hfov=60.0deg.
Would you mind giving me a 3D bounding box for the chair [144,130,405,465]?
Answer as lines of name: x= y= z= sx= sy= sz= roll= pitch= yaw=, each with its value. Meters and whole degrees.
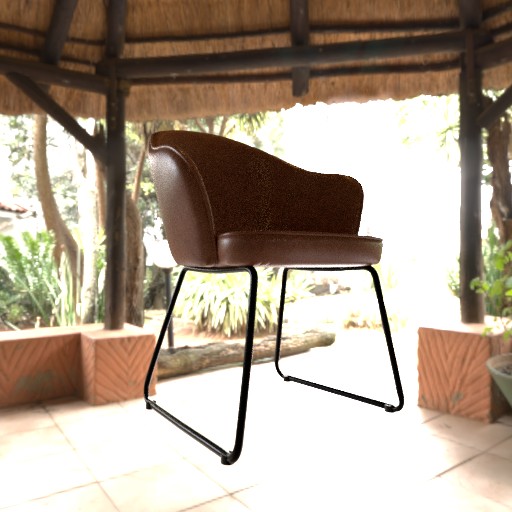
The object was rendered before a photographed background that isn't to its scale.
chair: x=0.000 y=0.000 z=1.181 sx=0.582 sy=0.785 sz=0.580 roll=1 pitch=-1 yaw=-36
